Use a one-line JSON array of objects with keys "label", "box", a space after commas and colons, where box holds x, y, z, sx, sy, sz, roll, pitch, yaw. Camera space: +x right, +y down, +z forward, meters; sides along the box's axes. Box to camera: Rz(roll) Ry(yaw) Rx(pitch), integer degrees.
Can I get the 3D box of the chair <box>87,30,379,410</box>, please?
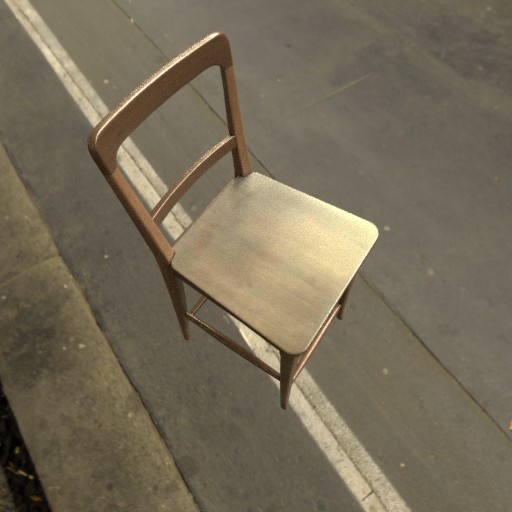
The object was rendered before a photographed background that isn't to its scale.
[{"label": "chair", "box": [0.000, 0.000, 1.276, 0.546, 0.991, 0.450, 30, 64, 17]}]
